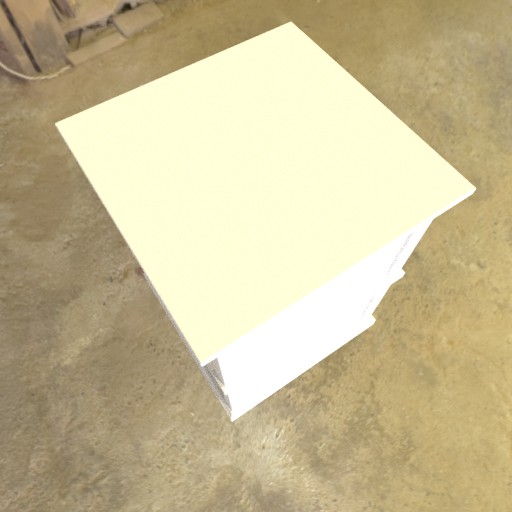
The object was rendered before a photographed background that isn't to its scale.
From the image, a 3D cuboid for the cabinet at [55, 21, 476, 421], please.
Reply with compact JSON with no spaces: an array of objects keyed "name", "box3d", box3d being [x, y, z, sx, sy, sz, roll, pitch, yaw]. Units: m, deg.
[{"name":"cabinet","box3d":[0.000,0.000,1.136,0.547,0.775,0.544,-30,66,-15]}]
